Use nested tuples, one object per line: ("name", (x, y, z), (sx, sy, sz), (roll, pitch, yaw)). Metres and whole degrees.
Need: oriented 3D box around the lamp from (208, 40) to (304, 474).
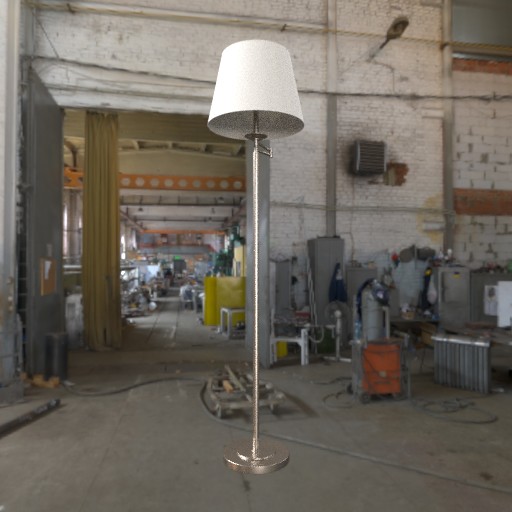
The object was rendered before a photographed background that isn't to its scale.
("lamp", (0.000, 0.000, 1.625), (0.355, 1.473, 0.355), (0, -1, 0))
